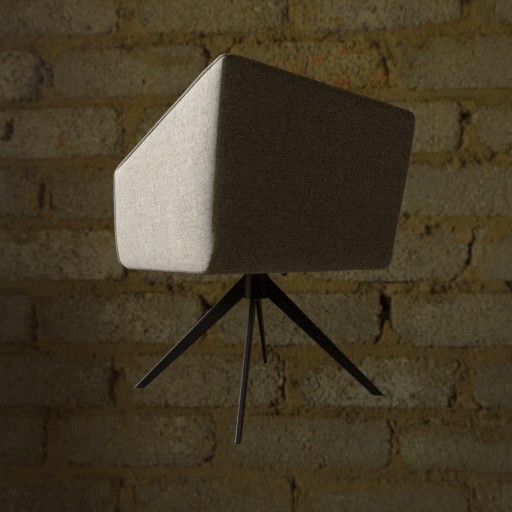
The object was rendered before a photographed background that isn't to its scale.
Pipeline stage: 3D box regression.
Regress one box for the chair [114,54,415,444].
[{"bbox_3d":[0.000,0.000,1.246,0.628,0.760,0.623,0,0,-36],"label":"chair"}]
